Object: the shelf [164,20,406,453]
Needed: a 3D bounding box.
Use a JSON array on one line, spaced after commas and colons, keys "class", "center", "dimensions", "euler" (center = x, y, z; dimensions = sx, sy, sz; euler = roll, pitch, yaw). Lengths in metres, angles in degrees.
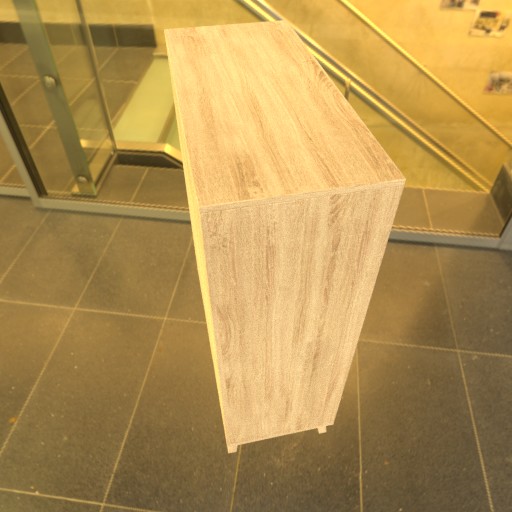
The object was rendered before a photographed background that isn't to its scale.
[{"class": "shelf", "center": [0.000, 0.000, 1.758], "dimensions": [0.450, 1.390, 1.000], "euler": [-9, 47, -8]}]
